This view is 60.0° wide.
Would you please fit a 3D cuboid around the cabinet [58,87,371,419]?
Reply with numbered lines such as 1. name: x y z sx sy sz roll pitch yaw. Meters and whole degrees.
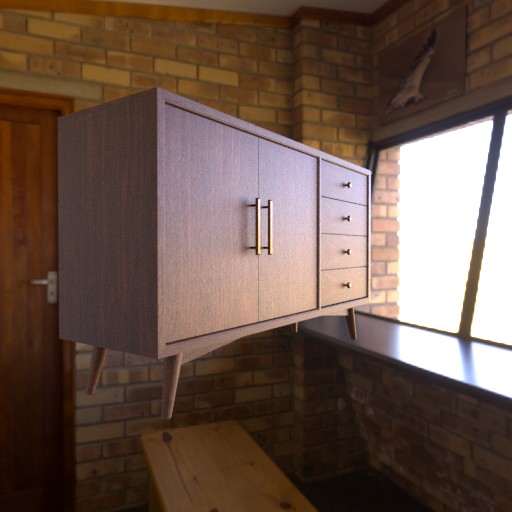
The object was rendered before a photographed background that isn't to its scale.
1. cabinet: 0.000 0.000 1.981 0.505 0.940 1.575 1 1 35
